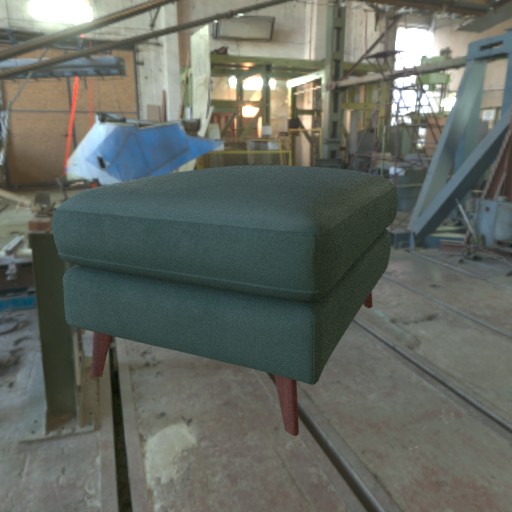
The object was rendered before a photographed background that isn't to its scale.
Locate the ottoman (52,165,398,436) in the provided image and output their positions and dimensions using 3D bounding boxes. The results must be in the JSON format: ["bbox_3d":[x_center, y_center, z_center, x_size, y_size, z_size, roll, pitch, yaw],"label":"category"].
[{"bbox_3d":[0.000,0.000,1.164,0.608,0.449,0.811,7,17,24],"label":"ottoman"}]
